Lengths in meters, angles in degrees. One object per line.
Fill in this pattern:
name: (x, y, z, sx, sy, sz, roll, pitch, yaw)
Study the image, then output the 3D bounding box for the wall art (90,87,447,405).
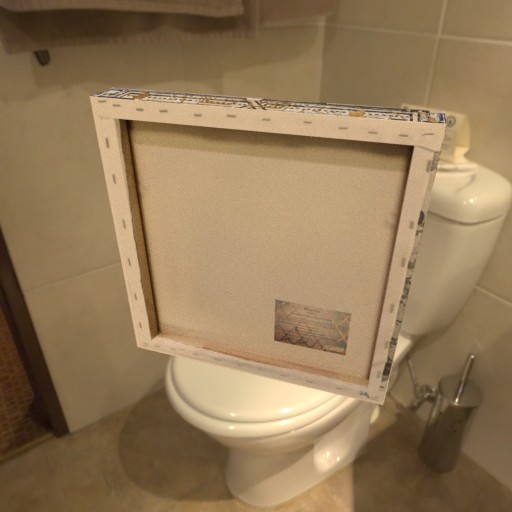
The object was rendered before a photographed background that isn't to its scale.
wall art: (0.000, 0.000, 0.456, 0.302, 0.306, 0.038, 9, 33, 15)
